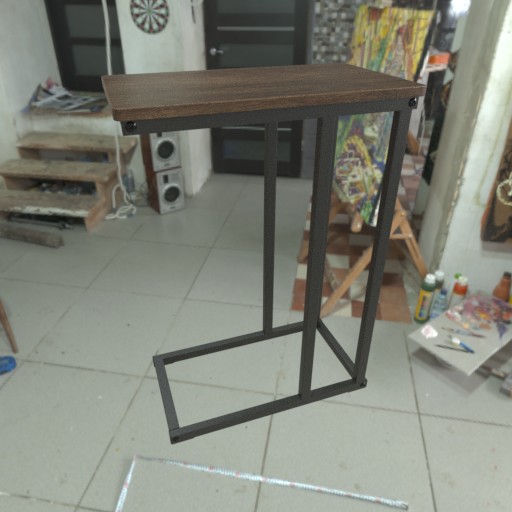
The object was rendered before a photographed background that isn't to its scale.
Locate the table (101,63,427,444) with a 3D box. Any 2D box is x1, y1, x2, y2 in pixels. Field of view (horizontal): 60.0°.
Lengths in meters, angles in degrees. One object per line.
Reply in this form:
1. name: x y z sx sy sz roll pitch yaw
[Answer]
1. table: 0.000 0.000 0.853 0.450 0.637 0.254 -10 33 -17
